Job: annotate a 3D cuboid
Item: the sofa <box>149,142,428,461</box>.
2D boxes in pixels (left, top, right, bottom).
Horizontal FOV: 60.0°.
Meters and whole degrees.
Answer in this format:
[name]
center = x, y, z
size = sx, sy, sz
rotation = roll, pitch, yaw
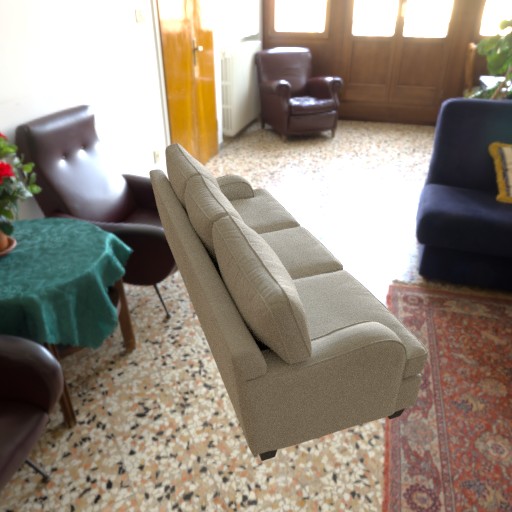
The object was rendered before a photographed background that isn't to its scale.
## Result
[sofa]
center = 0.000, 0.000, 2.924
size = 1.016, 0.991, 2.323
rotation = -10, 32, -17
